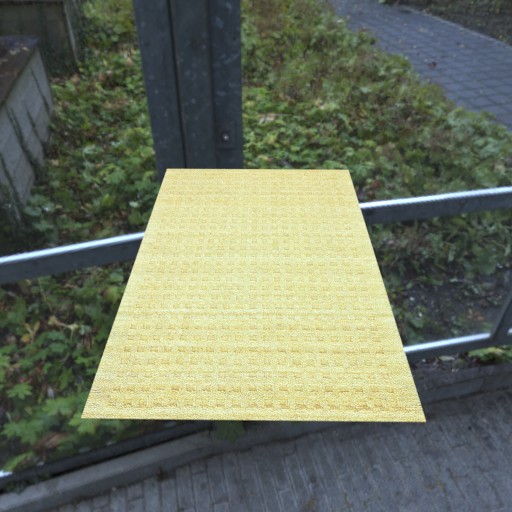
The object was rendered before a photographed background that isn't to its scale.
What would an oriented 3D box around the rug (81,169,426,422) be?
[{"bbox_3d":[0.000,0.000,2.841,1.524,0.006,2.286,0,39,1],"label":"rug"}]
